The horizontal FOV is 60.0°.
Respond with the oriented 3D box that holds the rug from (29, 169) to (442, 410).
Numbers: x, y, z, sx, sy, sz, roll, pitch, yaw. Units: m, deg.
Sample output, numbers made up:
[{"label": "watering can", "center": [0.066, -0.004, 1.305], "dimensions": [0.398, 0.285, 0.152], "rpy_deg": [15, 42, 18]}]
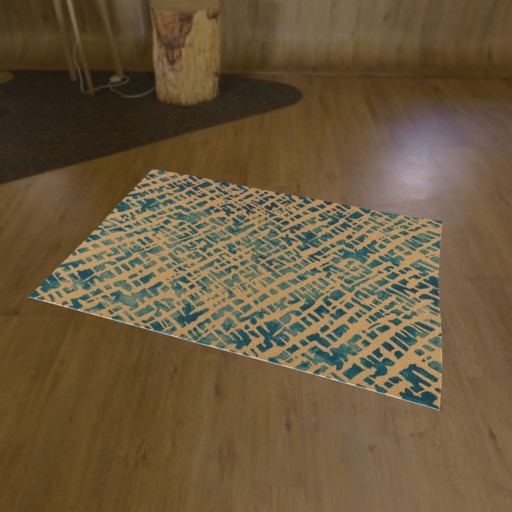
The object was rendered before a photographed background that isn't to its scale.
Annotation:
[{"label": "rug", "center": [0.000, 0.000, 2.275], "dimensions": [1.830, 0.011, 1.209], "rpy_deg": [12, 43, 14]}]
